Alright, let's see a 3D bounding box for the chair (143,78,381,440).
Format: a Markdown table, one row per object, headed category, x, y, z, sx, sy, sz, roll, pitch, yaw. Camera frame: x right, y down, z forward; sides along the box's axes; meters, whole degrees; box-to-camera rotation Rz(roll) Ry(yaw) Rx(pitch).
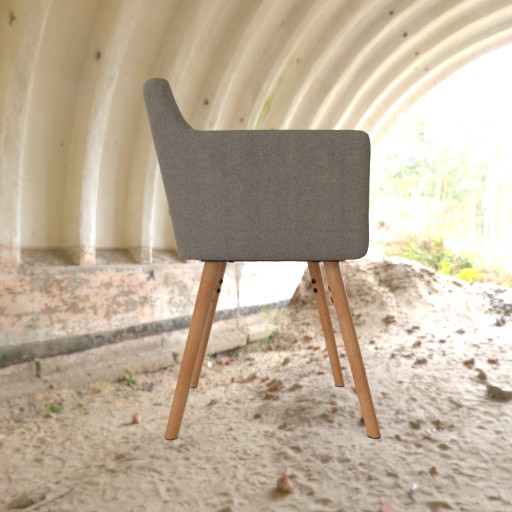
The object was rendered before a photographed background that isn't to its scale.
| category | x | y | z | sx | sy | sz | roll | pitch | yaw |
| --- | --- | --- | --- | --- | --- | --- | --- | --- | --- |
| chair | 0.000 | 0.000 | 1.145 | 0.540 | 0.780 | 0.570 | 0 | 0 | -1 |
